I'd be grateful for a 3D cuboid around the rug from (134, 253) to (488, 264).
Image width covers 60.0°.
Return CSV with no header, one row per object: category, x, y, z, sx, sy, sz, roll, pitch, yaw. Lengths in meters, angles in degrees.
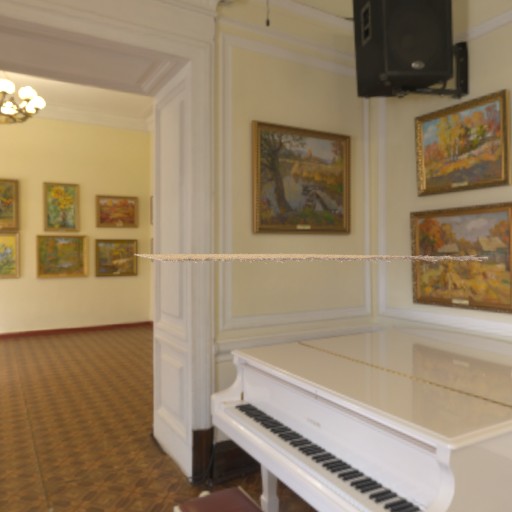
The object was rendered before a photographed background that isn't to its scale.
rug,0.000,0.000,2.445,1.224,0.027,2.021,0,1,-18
